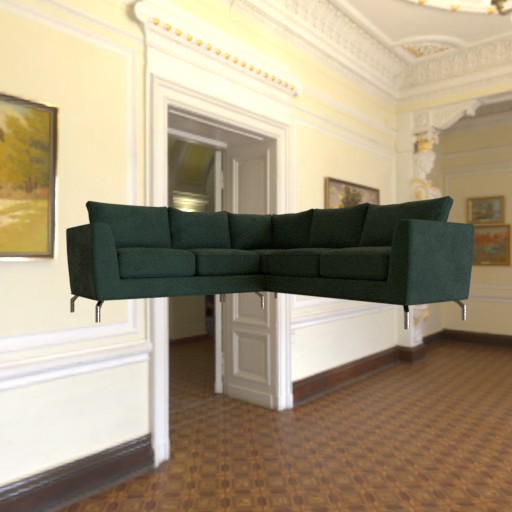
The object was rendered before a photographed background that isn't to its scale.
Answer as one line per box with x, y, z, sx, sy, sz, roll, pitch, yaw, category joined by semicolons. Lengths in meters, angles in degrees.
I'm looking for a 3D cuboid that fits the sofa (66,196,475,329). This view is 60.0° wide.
0.000;0.000;3.719;2.468;1.004;2.452;0;0;-36;sofa
